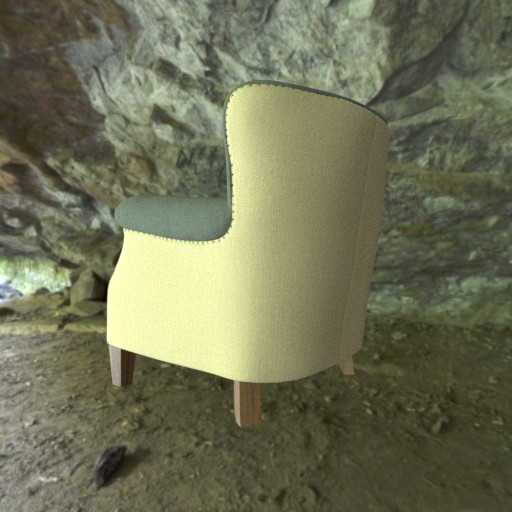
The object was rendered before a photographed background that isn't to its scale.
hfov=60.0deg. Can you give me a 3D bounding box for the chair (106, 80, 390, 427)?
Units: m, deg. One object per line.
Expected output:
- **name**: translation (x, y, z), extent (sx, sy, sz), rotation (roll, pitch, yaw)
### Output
- **chair**: translation (0.000, 0.000, 1.627), extent (0.921, 0.936, 0.861), rotation (0, 0, 37)
